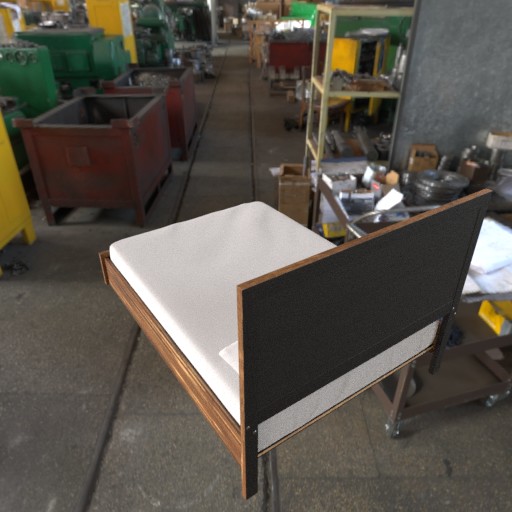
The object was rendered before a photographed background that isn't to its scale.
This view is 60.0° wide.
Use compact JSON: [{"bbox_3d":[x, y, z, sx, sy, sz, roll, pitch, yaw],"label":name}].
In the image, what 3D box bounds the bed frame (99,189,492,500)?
[{"bbox_3d":[0.000,0.000,3.270,1.696,1.417,2.276,-20,36,-29],"label":"bed frame"}]
